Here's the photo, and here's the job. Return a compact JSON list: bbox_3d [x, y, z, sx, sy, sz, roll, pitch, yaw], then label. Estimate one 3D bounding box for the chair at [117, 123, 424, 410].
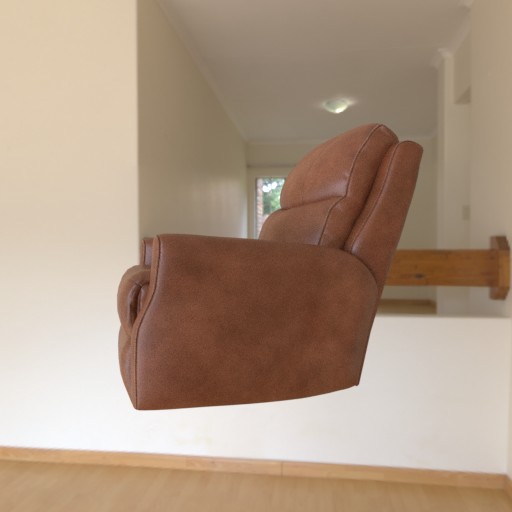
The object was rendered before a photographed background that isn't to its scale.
[{"bbox_3d":[0.000,0.000,1.789,1.072,1.016,0.821,0,1,-18],"label":"chair"}]
